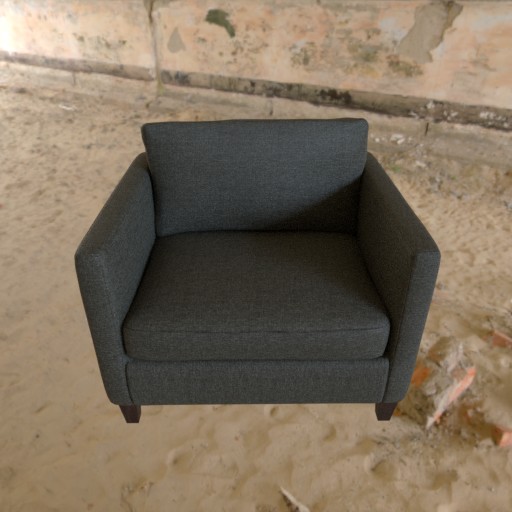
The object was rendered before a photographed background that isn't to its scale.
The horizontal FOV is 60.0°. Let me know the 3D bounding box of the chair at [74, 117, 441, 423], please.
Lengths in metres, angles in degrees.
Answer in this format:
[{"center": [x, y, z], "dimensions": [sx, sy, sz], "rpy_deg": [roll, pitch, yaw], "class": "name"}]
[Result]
[{"center": [0.000, 0.000, 1.790], "dimensions": [1.107, 0.963, 0.959], "rpy_deg": [0, 32, -1], "class": "chair"}]
